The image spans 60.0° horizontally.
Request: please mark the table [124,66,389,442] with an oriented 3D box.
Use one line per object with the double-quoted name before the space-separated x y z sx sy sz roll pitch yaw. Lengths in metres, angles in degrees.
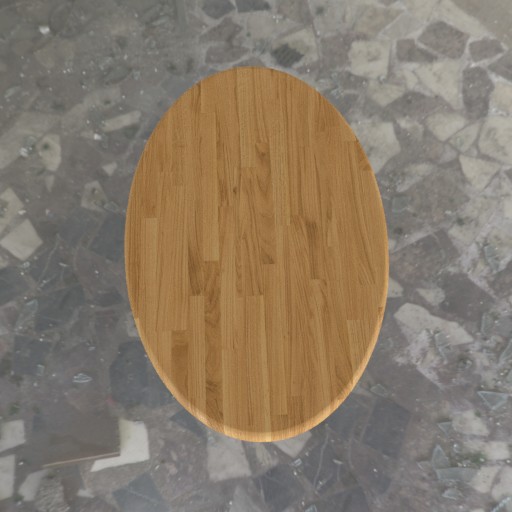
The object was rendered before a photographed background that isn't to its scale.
"table" 0.000 0.000 1.385 0.690 0.490 1.040 -3 73 -1
